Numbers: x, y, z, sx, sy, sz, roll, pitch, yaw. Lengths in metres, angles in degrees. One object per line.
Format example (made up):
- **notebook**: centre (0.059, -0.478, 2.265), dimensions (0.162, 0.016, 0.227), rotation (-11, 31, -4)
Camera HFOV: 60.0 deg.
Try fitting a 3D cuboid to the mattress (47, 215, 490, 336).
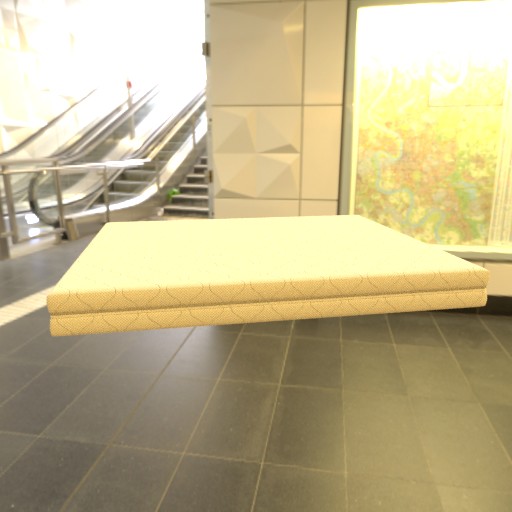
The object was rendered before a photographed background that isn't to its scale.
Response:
- **mattress**: centre (0.000, 0.000, 2.726), dimensions (2.000, 0.200, 1.600), rotation (-3, 15, -10)
